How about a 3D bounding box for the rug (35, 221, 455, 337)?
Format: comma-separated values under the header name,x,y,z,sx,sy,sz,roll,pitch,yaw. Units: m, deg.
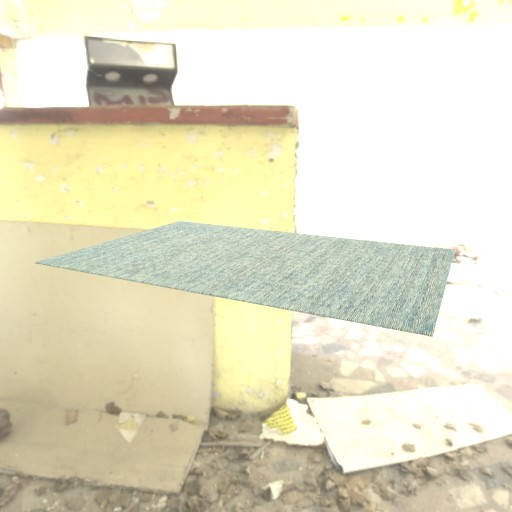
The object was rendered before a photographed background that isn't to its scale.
name,x,y,z,sx,sy,sz,roll,pitch,yaw
rug,0.000,0.000,2.195,1.752,0.006,1.142,8,17,25
